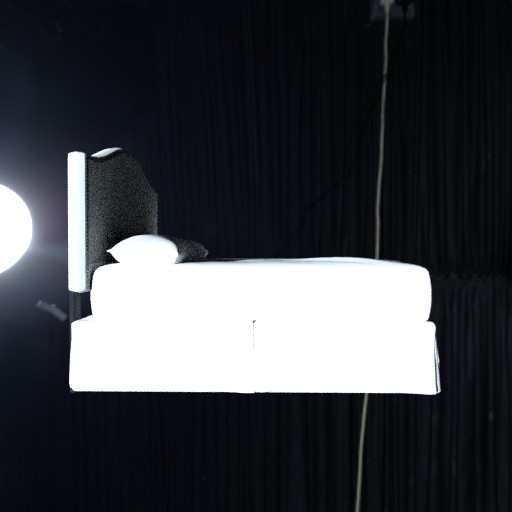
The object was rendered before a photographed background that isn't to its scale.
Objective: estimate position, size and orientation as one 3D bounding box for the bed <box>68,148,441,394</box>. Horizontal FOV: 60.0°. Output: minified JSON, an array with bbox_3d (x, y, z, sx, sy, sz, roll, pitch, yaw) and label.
[{"bbox_3d":[0.000,0.000,3.391,2.180,1.607,1.813,0,1,1],"label":"bed"}]
